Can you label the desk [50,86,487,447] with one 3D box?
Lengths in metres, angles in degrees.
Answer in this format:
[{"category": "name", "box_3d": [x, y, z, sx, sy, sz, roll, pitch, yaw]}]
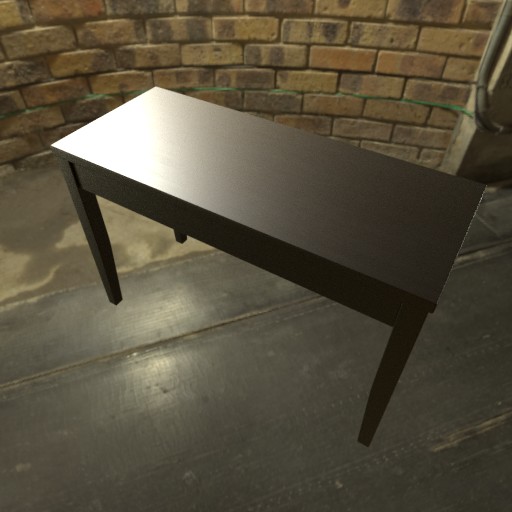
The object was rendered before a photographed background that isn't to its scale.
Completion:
[{"category": "desk", "box_3d": [0.000, 0.000, 1.596, 1.220, 0.775, 0.508, 24, 49, 22]}]
